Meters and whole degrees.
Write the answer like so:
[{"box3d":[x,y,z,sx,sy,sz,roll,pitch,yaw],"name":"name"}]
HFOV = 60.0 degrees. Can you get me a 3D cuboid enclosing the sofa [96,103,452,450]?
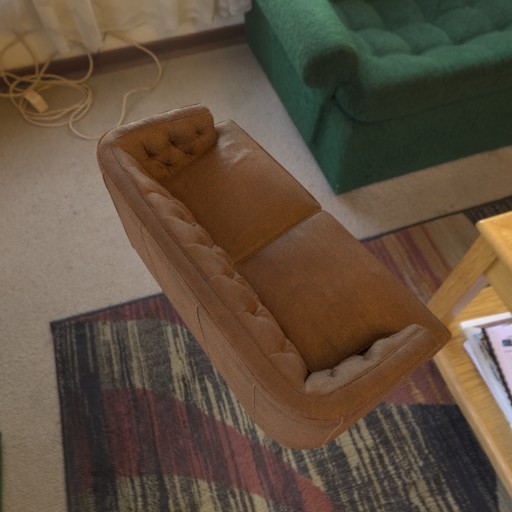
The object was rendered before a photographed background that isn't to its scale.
[{"box3d":[0.000,0.000,2.226,0.917,0.799,1.767,-32,63,-18],"name":"sofa"}]
